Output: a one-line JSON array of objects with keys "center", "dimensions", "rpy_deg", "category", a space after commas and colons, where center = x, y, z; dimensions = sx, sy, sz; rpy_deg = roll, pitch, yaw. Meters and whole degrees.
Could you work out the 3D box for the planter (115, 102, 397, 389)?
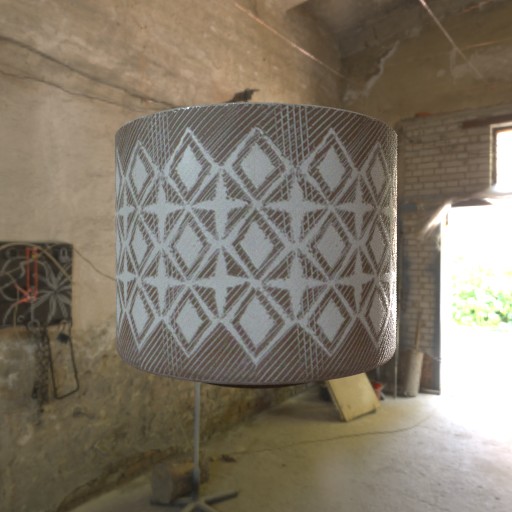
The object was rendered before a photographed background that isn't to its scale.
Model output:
[{"center": [0.000, 0.000, 0.209], "dimensions": [0.126, 0.104, 0.126], "rpy_deg": [0, 1, 0], "category": "planter"}]
